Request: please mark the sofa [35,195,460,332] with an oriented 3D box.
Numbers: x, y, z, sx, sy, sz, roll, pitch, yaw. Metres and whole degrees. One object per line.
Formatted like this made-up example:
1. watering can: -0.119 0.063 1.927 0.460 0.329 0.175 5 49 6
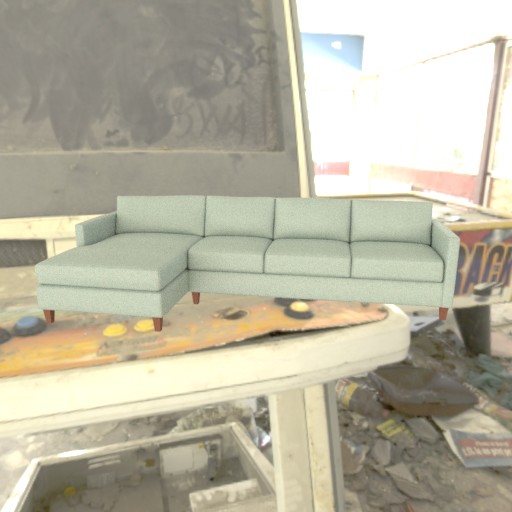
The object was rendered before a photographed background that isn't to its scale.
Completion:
1. sofa: 0.000 0.000 4.099 3.470 0.953 1.600 3 15 10
